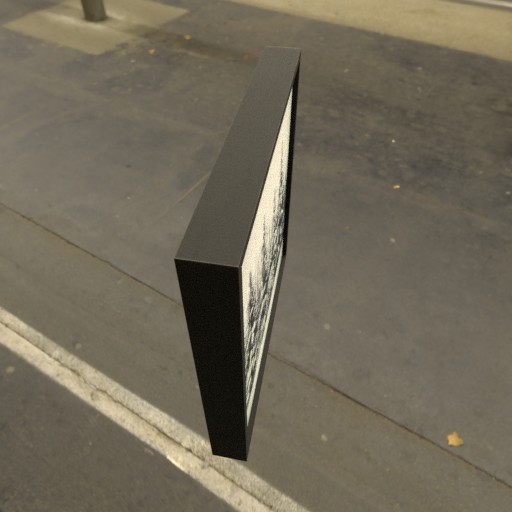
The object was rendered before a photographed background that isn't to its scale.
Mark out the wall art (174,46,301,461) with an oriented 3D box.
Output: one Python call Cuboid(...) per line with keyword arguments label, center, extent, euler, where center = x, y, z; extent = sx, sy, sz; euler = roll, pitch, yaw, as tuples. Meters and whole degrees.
Cuboid(label="wall art", center=(0.000, 0.000, 0.461), extent=(0.037, 0.305, 0.305), euler=(8, 47, 7))
